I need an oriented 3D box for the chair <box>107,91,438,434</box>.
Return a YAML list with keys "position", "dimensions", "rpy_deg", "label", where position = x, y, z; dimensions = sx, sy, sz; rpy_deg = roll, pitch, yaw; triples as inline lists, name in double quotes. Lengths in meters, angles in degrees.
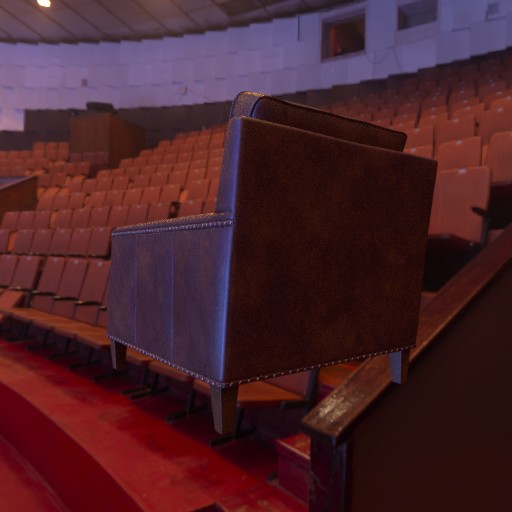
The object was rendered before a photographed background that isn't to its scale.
- position: [0.000, 0.000, 1.706]
  dimensions: [0.853, 0.929, 1.014]
  rpy_deg: [0, 0, -36]
  label: "chair"
